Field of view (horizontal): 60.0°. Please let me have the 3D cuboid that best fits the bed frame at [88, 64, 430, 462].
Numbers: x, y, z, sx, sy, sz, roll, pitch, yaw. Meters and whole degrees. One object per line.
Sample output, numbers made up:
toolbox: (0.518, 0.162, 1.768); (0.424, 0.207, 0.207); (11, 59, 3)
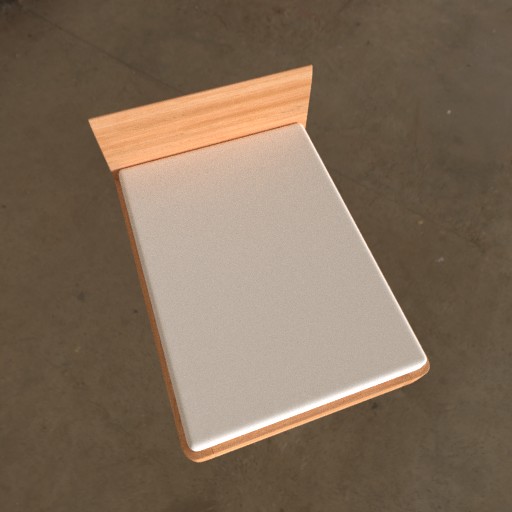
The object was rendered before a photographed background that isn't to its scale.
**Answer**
bed frame: (0.000, 0.000, 2.782); (1.472, 0.940, 1.992); (-17, 63, -9)
